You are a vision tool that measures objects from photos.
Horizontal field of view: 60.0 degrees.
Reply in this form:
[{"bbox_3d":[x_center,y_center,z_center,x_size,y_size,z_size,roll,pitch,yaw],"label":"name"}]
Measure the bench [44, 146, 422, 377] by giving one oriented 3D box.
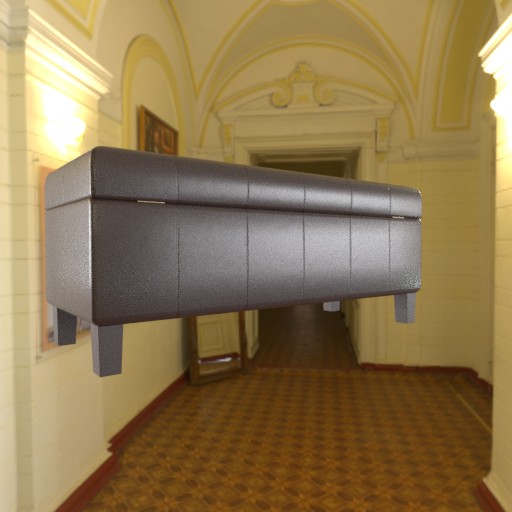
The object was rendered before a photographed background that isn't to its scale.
[{"bbox_3d":[0.000,0.000,1.336,1.092,0.457,0.429,-1,2,-37],"label":"bench"}]
